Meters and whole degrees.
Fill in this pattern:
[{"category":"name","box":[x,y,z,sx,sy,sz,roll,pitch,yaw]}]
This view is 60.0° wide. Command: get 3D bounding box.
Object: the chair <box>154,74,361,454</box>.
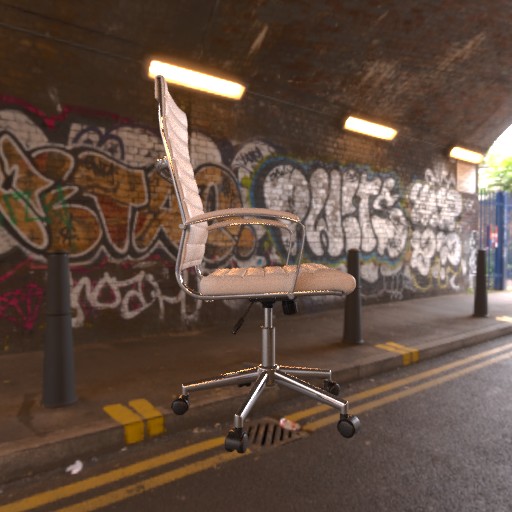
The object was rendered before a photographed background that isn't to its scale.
[{"category":"chair","box":[0.000,0.000,1.606,0.679,1.149,0.679,0,1,1]}]
